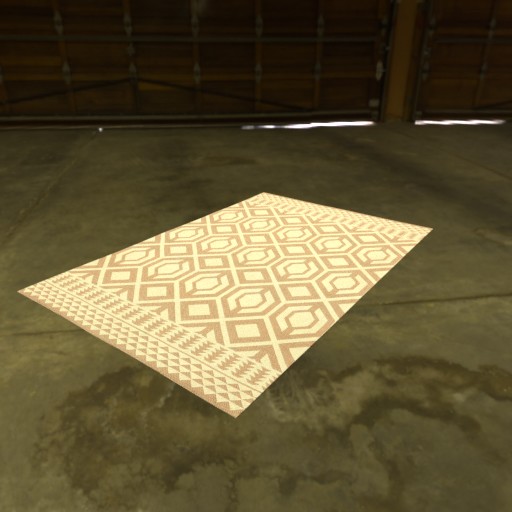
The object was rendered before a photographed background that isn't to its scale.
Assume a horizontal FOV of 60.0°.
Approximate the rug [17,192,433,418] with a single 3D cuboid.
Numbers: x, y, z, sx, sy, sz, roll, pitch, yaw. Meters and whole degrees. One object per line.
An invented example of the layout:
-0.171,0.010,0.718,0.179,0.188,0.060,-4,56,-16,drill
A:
0.000,0.000,2.256,1.219,0.008,1.829,17,30,33,rug
